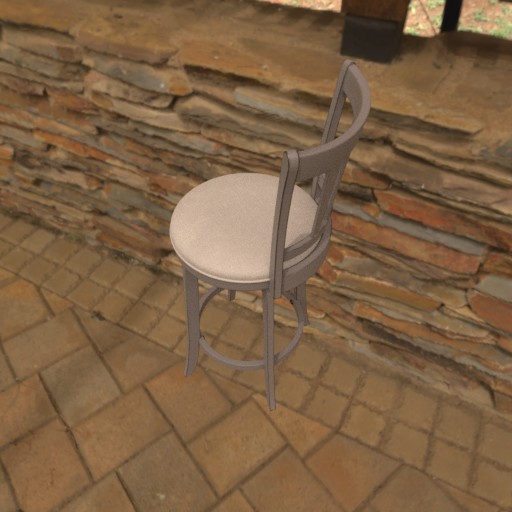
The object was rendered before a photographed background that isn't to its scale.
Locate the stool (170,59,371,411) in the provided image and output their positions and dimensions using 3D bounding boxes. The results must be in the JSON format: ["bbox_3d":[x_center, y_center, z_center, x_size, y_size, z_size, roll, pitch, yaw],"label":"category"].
[{"bbox_3d":[0.000,0.000,1.294,0.475,1.023,0.436,17,49,15],"label":"stool"}]
